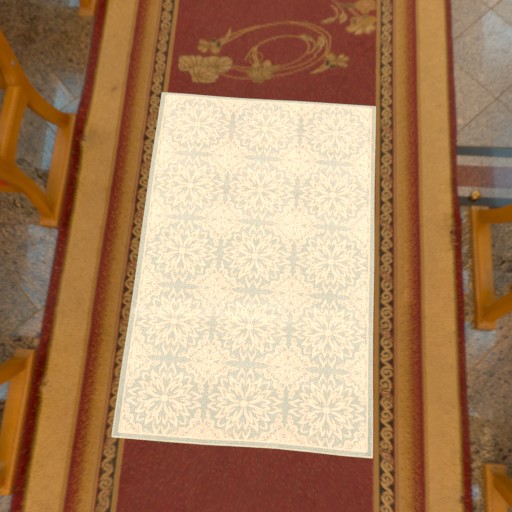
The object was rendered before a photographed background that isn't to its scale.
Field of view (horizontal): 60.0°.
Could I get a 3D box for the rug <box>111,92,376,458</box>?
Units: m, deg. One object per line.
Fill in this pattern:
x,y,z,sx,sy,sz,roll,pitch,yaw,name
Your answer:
0.000,0.000,2.283,1.219,0.012,1.840,4,76,1,rug
